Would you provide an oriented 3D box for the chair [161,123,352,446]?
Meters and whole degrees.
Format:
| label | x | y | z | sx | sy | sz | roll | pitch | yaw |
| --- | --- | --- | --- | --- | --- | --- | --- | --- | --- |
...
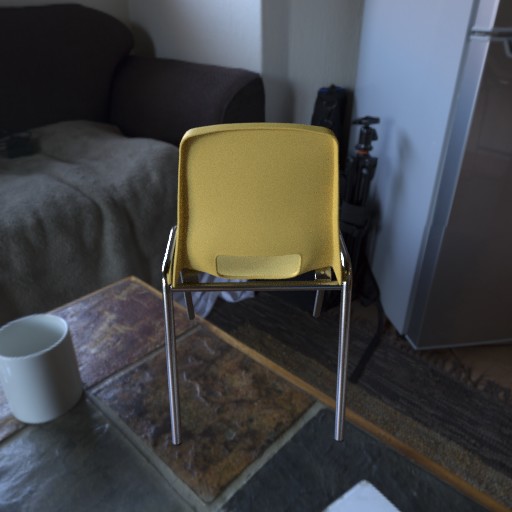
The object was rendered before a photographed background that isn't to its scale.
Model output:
| label | x | y | z | sx | sy | sz | roll | pitch | yaw |
| --- | --- | --- | --- | --- | --- | --- | --- | --- | --- |
| chair | 0.000 | 0.000 | 0.937 | 0.381 | 0.653 | 0.436 | -1 | 30 | -1 |
